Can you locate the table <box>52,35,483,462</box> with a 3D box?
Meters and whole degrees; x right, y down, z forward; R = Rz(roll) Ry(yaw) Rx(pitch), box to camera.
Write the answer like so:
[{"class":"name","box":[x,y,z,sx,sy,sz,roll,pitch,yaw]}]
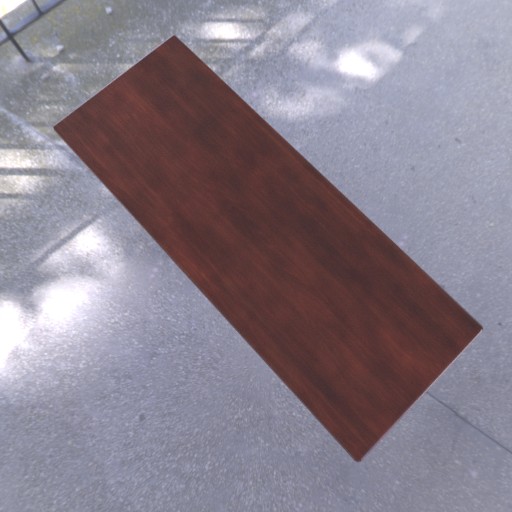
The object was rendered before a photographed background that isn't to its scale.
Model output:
[{"class":"table","box":[0.000,0.000,1.519,0.459,0.740,1.184,-42,80,-10]}]
